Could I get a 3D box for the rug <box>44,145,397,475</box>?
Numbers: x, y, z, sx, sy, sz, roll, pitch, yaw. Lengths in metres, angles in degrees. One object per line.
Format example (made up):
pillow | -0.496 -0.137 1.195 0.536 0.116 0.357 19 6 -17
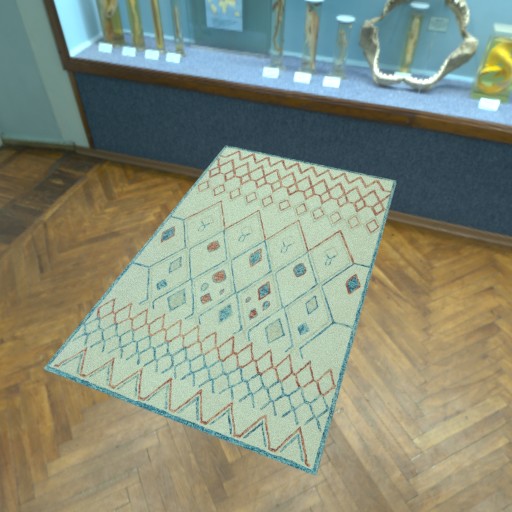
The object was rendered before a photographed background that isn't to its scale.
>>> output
rug | 0.000 0.000 3.007 1.524 0.015 2.438 15 47 15
